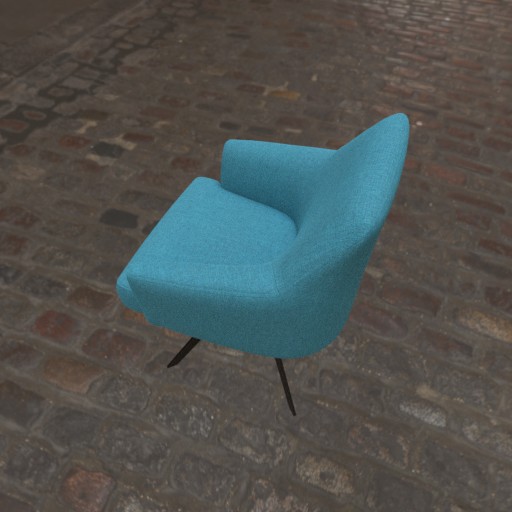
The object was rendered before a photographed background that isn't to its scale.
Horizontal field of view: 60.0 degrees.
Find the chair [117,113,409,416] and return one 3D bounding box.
[{"bbox_3d":[0.000,0.000,1.341,0.677,0.874,0.642,16,50,14],"label":"chair"}]
